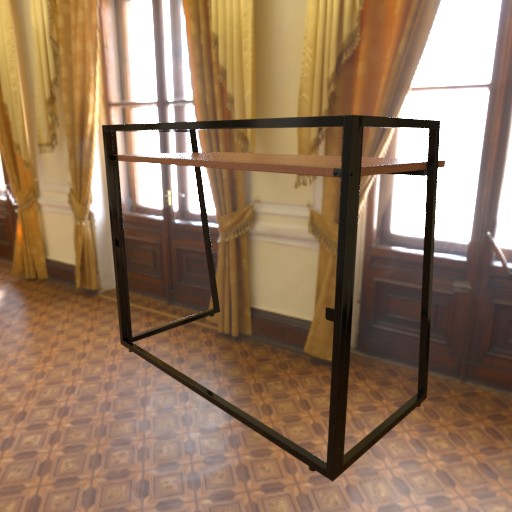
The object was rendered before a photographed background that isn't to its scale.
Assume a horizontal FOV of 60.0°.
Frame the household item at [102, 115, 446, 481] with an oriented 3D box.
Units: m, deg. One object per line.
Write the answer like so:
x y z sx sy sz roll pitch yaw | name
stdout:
0.000 0.000 1.499 0.510 0.860 1.050 -14 21 -43 | household item
